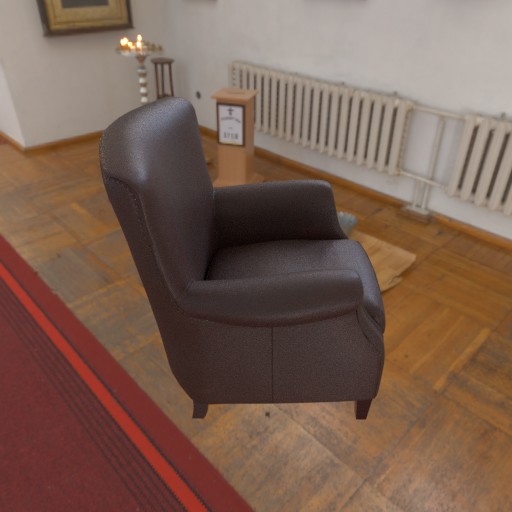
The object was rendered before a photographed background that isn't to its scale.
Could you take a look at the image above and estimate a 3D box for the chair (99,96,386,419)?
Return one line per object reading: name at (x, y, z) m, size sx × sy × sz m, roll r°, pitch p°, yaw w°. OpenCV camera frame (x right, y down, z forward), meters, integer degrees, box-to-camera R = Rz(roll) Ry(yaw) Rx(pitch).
chair at (0.000, 0.000, 1.316) m, size 0.746 × 0.800 × 0.700 m, roll 1°, pitch 32°, yaw 1°
